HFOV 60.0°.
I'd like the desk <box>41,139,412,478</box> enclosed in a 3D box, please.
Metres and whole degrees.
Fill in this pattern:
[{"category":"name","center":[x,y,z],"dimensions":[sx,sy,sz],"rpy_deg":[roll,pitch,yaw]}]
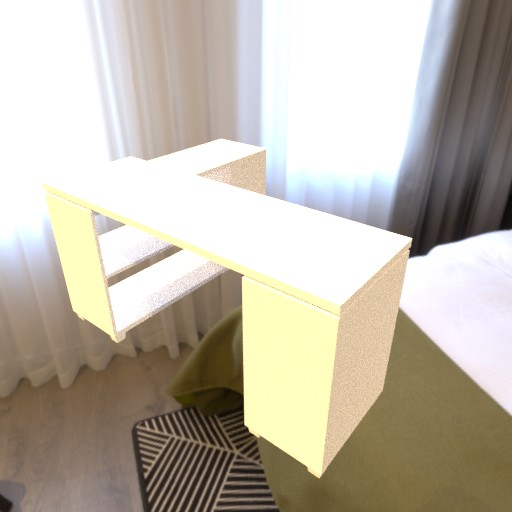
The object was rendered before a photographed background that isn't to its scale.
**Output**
[{"category":"desk","center":[0.000,0.000,2.181],"dimensions":[1.524,0.759,1.199],"rpy_deg":[21,36,33]}]
